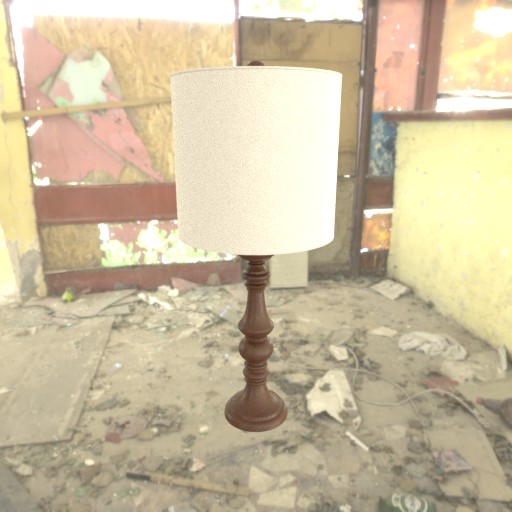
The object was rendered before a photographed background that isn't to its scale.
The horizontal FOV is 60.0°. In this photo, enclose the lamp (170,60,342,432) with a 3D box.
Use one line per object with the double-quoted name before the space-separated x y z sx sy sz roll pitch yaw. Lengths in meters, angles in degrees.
"lamp" 0.000 0.000 0.733 0.250 0.597 0.250 3 17 9
